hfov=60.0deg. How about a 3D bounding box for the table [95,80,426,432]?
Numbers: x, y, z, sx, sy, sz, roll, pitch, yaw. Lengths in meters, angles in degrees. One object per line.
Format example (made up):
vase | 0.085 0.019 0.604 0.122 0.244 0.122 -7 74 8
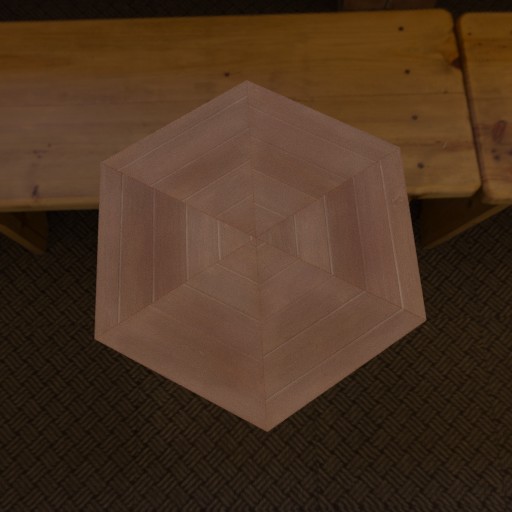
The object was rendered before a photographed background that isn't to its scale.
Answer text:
table | 0.000 0.000 1.625 1.154 0.456 1.000 -32 78 -8
